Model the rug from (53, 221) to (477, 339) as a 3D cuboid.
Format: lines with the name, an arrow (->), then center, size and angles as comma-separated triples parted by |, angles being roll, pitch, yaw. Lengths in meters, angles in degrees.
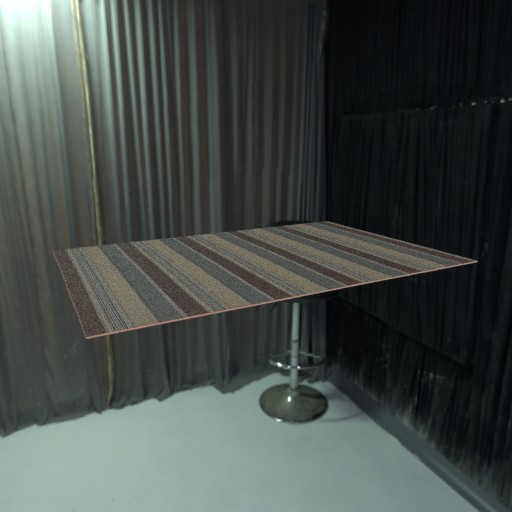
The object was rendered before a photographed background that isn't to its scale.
rug -> 0.000, 0.000, 2.282 | 1.829, 0.008, 1.219 | -8, 17, -27
